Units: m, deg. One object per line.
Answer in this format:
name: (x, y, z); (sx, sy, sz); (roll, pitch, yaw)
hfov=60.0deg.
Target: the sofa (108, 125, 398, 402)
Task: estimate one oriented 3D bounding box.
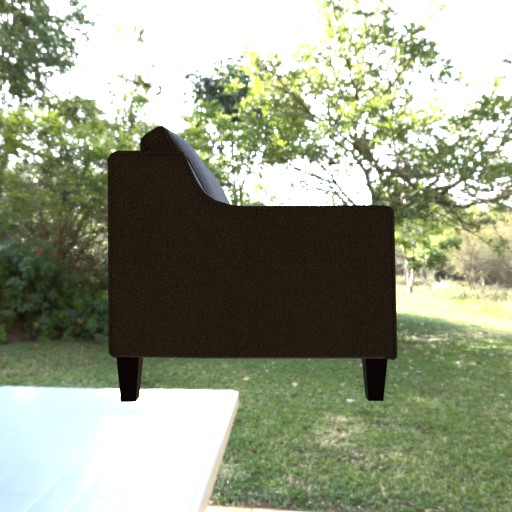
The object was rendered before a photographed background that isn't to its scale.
sofa: (0.000, 0.000, 2.204); (0.985, 0.981, 1.503); (0, 0, 0)
